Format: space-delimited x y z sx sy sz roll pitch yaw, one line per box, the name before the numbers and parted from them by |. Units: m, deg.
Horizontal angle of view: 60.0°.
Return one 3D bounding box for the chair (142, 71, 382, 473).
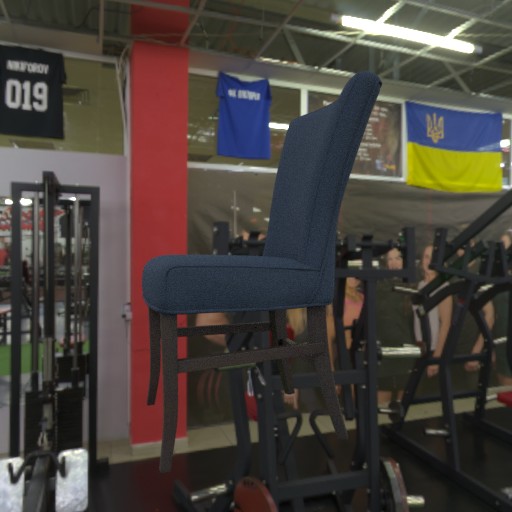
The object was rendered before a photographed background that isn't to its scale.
chair | 0.000 0.000 1.337 0.660 0.991 0.520 0 1 -17
